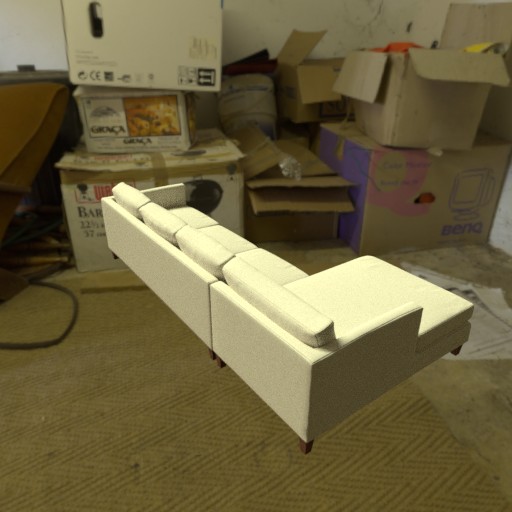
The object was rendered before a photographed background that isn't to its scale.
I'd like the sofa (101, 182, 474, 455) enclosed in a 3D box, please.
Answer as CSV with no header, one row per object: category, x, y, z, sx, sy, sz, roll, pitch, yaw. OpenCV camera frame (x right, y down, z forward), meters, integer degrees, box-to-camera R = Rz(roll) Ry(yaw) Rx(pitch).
sofa,0.000,0.000,3.898,1.625,0.846,3.186,-18,31,-32
